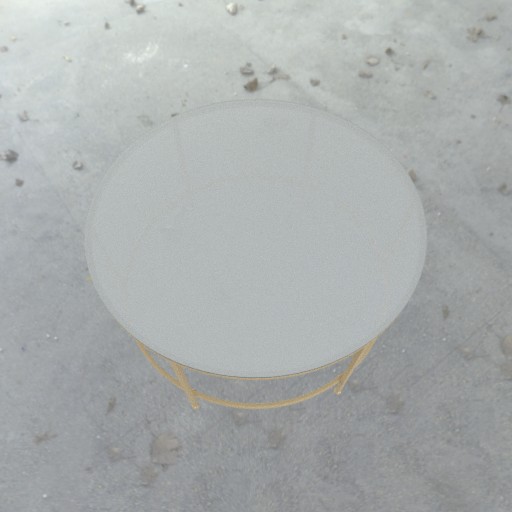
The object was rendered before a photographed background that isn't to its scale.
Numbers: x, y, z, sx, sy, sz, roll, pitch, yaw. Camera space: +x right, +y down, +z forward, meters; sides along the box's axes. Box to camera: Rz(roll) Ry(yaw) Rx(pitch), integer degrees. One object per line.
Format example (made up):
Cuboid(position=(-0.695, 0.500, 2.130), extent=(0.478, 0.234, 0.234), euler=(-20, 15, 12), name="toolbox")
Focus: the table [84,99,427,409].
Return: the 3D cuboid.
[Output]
Cuboid(position=(0.000, 0.000, 1.403), extent=(0.914, 0.470, 0.914), euler=(0, 58, 0), name="table")
